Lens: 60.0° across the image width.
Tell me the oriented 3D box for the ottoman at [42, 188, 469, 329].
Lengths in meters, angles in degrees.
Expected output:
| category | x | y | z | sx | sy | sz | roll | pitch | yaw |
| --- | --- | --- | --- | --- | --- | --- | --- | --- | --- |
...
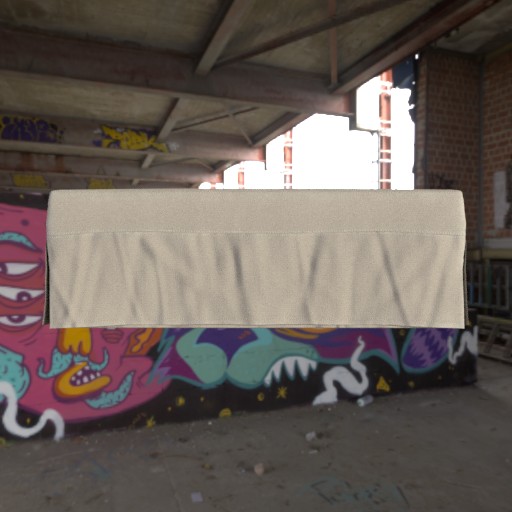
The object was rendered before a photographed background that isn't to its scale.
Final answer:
| category | x | y | z | sx | sy | sz | roll | pitch | yaw |
| --- | --- | --- | --- | --- | --- | --- | --- | --- | --- |
| ottoman | 0.000 | 0.000 | 1.721 | 1.388 | 0.457 | 0.665 | 0 | 0 | 0 |
